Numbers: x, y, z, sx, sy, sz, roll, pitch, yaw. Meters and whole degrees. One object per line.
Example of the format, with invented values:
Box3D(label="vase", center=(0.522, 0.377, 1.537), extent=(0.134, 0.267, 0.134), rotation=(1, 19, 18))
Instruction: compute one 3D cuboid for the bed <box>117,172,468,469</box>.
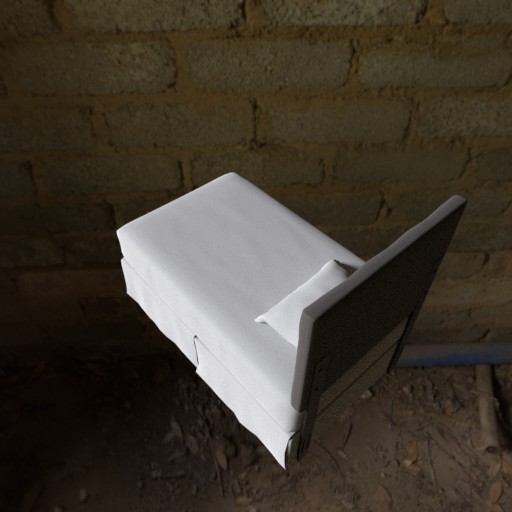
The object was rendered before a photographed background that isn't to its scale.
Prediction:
Box3D(label="bed", center=(0.000, 0.000, 3.037), extent=(1.261, 1.571, 1.997), rotation=(-32, 54, -27))
